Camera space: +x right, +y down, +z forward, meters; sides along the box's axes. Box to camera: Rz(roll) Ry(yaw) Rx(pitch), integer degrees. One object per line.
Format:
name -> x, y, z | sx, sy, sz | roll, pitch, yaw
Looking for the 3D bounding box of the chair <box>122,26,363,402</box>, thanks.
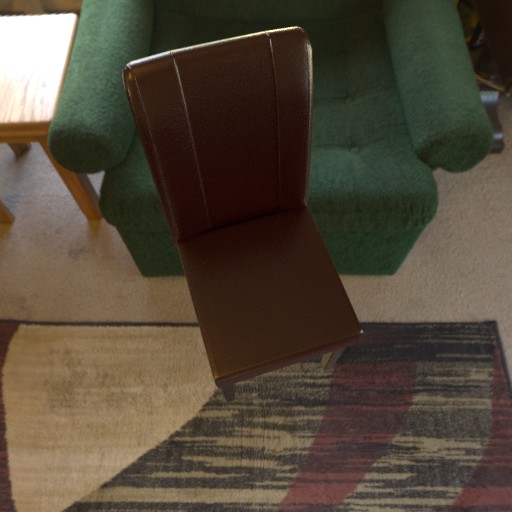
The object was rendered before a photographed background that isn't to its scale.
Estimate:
chair -> 0.000, 0.000, 1.168 | 0.399, 0.897, 0.556 | -16, 64, -8
